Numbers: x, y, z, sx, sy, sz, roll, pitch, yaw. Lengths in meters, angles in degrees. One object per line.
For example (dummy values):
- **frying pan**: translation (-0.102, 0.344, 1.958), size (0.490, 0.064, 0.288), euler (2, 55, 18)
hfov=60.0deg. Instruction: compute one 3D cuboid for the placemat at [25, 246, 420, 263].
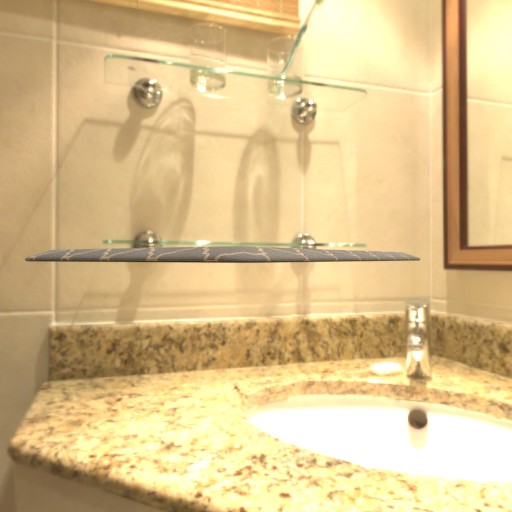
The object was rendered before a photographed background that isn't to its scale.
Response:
- **placemat**: translation (0.000, 0.000, 0.956), size (0.508, 0.021, 0.762), euler (0, 0, 35)
